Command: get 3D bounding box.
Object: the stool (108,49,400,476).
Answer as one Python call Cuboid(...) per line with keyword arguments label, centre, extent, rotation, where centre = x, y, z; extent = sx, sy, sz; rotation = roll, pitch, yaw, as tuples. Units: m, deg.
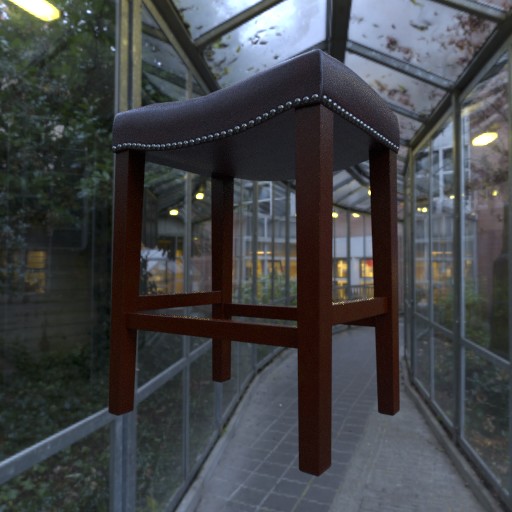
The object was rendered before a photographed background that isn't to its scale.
Cuboid(label="stool", centre=(0.000, 0.000, 0.937), extent=(0.504, 0.657, 0.372), rotation=(-1, -2, 36))
